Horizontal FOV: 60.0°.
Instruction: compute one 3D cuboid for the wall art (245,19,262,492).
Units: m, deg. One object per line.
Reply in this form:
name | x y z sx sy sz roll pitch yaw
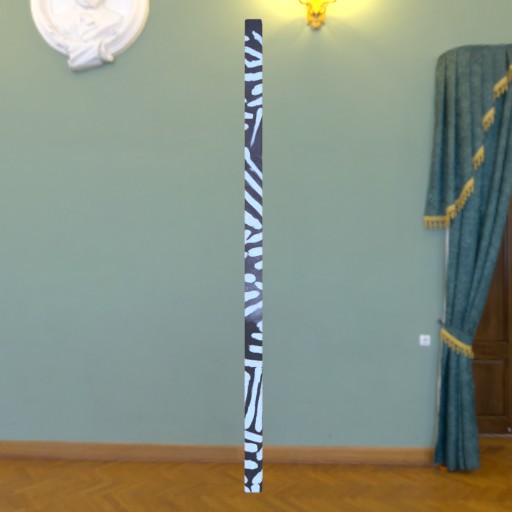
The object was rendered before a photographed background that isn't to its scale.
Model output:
wall art | 0.000 0.000 1.331 0.038 1.017 0.765 0 0 1
